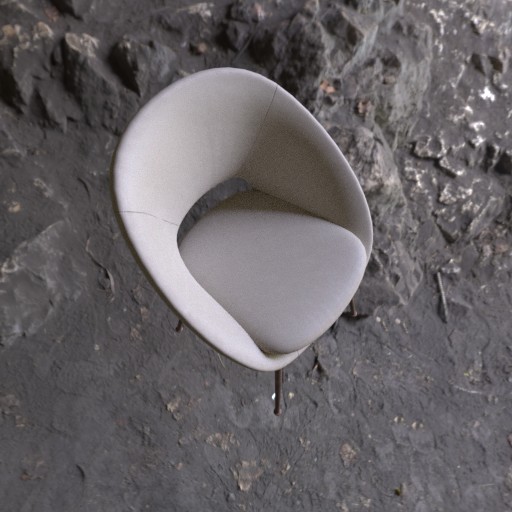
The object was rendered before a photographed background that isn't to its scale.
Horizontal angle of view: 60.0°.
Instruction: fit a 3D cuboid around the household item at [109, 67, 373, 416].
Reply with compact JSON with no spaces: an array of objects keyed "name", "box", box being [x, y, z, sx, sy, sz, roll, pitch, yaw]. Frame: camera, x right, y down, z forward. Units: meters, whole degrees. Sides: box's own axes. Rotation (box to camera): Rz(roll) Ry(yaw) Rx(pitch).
[{"name":"household item","box":[0.000,0.000,1.253,0.573,0.852,0.623,35,65,19]}]
